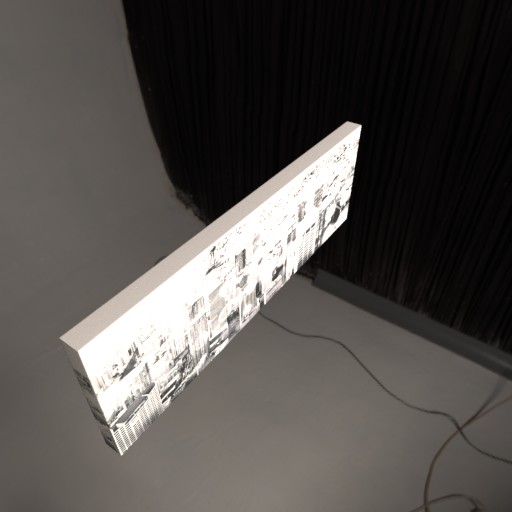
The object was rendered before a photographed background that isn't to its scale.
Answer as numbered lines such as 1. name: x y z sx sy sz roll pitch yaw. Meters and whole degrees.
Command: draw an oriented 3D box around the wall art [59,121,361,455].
1. wall art: 0.000 0.000 0.840 0.038 0.255 0.763 24 46 26
